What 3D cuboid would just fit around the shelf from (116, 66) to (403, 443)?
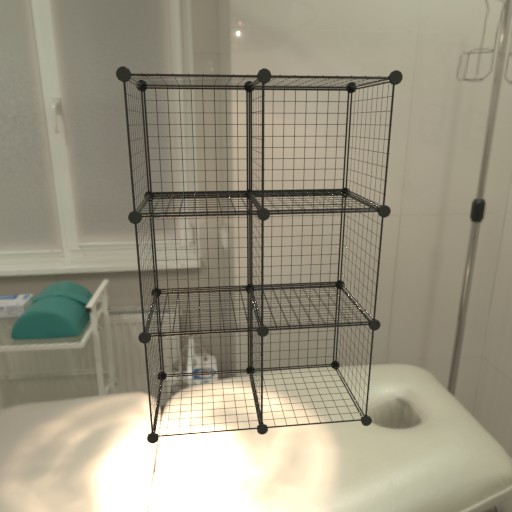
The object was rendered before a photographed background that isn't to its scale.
[{"bbox_3d":[0.000,0.000,1.409,0.711,1.067,0.356,-2,17,-7],"label":"shelf"}]
